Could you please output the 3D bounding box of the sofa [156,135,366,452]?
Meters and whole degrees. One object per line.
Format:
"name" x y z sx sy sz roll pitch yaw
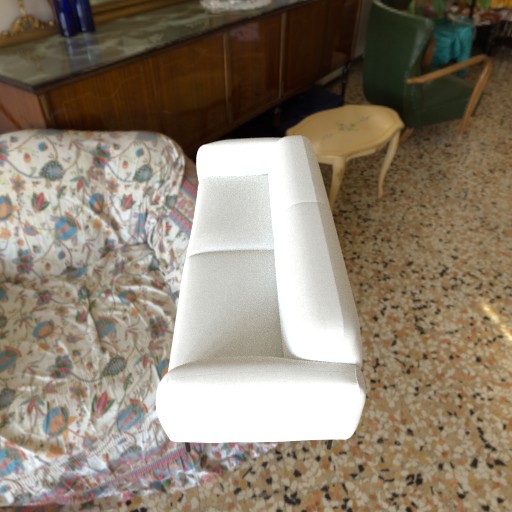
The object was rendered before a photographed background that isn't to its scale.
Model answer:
"sofa" 0.000 0.000 2.690 0.880 0.780 2.257 -1 40 -1
